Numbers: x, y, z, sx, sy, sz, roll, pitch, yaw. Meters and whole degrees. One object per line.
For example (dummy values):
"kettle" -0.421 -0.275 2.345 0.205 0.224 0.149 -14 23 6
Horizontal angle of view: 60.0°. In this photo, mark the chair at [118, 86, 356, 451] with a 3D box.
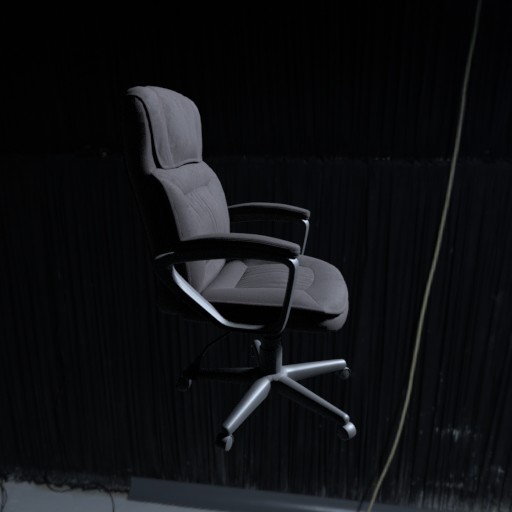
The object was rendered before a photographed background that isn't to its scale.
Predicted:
"chair" 0.000 0.000 1.541 0.724 1.105 0.667 3 16 9
